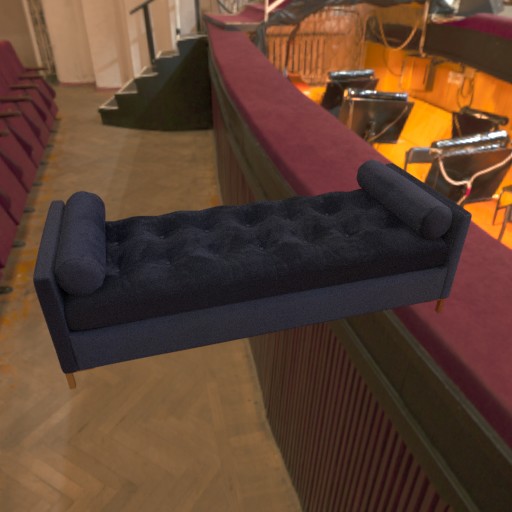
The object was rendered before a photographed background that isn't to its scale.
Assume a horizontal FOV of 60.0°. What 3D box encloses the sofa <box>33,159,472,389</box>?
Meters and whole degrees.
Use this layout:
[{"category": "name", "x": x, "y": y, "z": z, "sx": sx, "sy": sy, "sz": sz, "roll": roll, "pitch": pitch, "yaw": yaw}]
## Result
[{"category": "sofa", "x": 0.000, "y": 0.000, "z": 2.469, "sx": 2.102, "sy": 0.705, "sz": 0.796, "roll": -9, "pitch": 33, "yaw": -14}]
